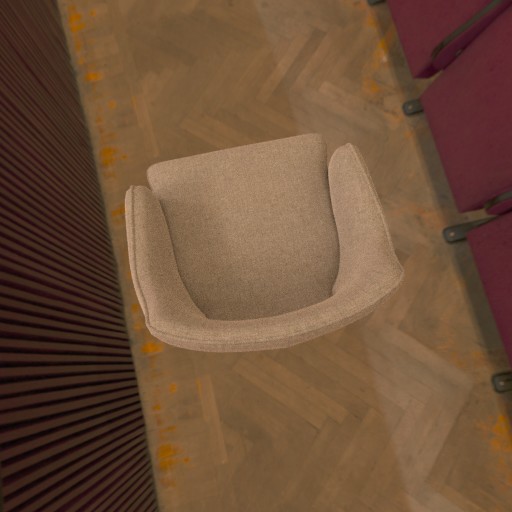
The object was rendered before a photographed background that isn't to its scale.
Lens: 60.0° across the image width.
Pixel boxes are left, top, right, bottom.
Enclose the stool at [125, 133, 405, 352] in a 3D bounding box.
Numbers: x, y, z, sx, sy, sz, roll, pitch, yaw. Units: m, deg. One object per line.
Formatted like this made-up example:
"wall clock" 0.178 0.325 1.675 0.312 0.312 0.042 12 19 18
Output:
"stool" 0.000 0.000 1.284 0.599 0.944 0.558 -12 77 -3
